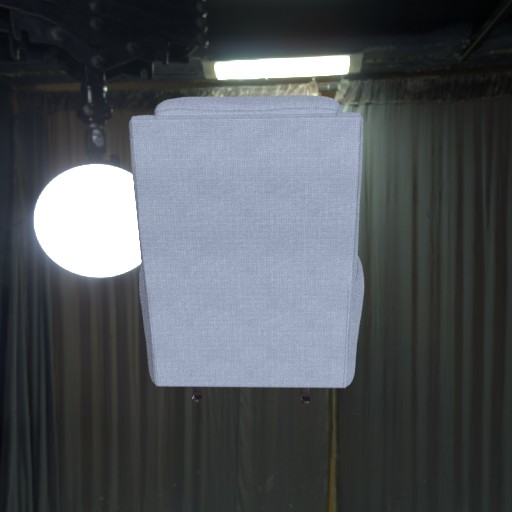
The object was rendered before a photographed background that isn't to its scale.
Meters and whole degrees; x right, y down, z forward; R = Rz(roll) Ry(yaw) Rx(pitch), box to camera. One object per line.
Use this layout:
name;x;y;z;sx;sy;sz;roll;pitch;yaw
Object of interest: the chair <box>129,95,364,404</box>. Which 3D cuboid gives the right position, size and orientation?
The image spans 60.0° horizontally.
chair;0.000;0.000;1.819;0.829;1.030;1.080;0;0;2
